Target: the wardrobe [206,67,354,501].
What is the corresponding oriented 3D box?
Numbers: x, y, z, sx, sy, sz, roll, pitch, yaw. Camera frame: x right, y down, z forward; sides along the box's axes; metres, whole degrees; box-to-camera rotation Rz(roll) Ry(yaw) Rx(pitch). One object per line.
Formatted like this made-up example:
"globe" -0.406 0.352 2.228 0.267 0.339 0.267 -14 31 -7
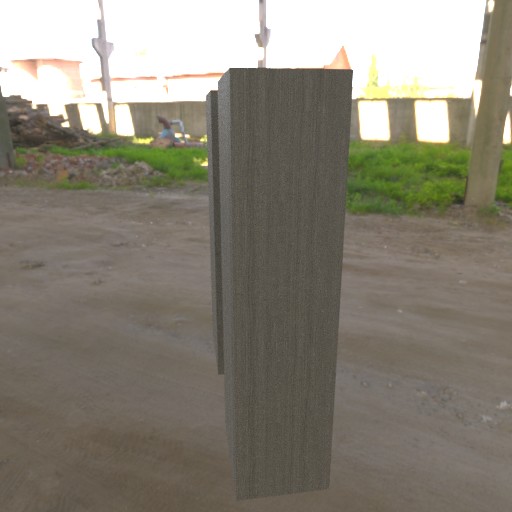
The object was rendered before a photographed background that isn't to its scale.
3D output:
"wardrobe" 0.000 0.000 2.793 0.480 2.000 1.770 -3 17 -9
